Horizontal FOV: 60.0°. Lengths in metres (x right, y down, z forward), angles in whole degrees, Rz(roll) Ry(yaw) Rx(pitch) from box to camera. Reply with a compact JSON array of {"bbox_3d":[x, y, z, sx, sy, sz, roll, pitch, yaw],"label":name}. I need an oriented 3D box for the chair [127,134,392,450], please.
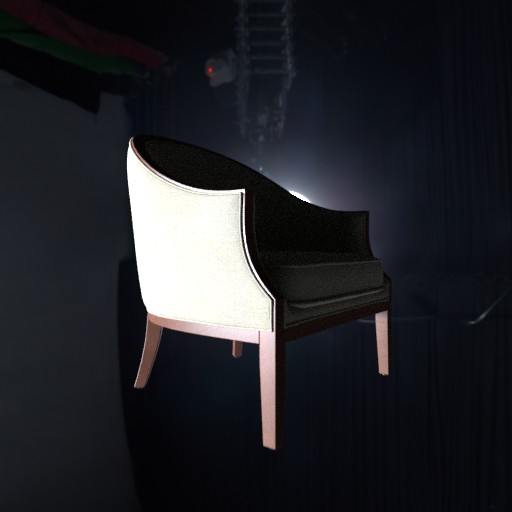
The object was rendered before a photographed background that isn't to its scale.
[{"bbox_3d":[0.000,0.000,1.509,0.735,0.876,0.803,1,1,36],"label":"chair"}]
